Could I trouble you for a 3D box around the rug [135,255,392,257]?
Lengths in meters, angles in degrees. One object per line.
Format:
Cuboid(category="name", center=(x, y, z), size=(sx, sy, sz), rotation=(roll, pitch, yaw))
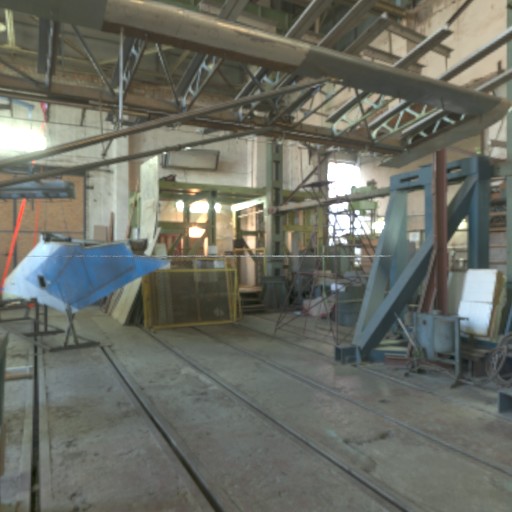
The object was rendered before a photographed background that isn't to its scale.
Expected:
Cuboid(category="rug", center=(0.000, 0.000, 4.223), size=(2.439, 0.005, 3.201), rotation=(0, 0, 18))
